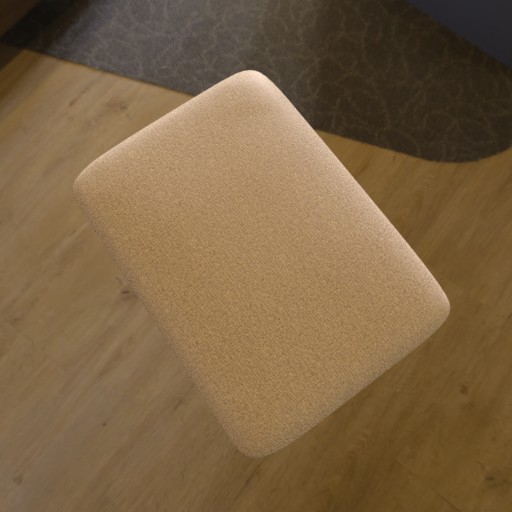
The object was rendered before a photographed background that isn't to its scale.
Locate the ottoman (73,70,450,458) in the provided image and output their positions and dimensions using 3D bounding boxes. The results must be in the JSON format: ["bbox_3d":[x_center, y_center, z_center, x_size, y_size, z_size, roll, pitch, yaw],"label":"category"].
[{"bbox_3d":[0.000,0.000,1.101,0.568,0.420,0.772,-35,78,-8],"label":"ottoman"}]
